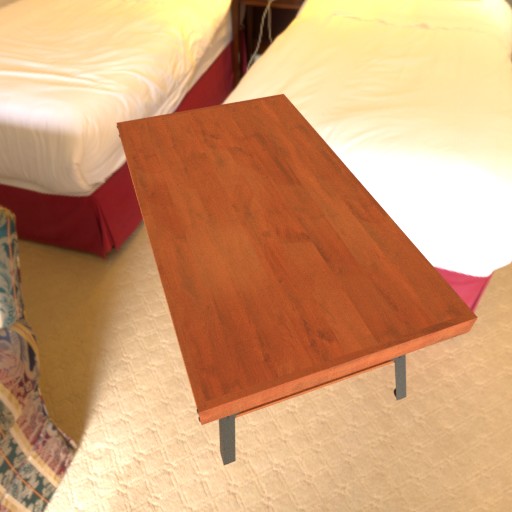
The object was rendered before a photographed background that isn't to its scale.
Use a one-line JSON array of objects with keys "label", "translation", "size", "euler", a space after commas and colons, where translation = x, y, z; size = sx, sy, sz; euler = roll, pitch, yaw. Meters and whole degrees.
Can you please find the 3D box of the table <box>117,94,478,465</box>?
[{"label": "table", "translation": [0.000, 0.000, 1.373], "size": [0.610, 0.457, 1.067], "euler": [-15, 48, -14]}]
